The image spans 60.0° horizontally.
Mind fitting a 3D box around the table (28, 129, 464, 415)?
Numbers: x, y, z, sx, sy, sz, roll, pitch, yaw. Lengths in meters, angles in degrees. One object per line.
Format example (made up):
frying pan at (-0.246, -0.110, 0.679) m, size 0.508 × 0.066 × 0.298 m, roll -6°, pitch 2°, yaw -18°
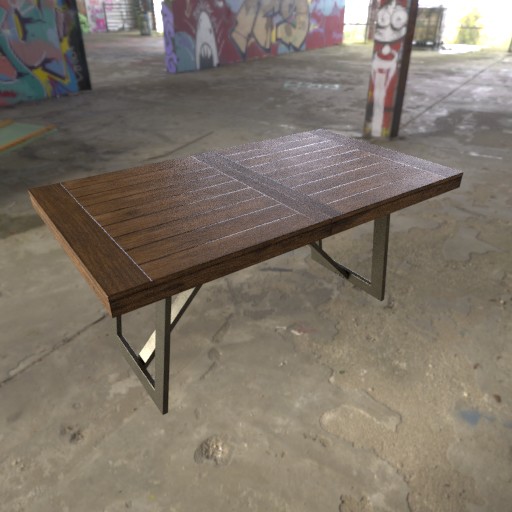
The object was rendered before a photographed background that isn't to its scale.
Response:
table at (0.000, 0.000, 2.103) m, size 1.641 × 0.757 × 0.931 m, roll -20°, pitch 36°, yaw -30°
